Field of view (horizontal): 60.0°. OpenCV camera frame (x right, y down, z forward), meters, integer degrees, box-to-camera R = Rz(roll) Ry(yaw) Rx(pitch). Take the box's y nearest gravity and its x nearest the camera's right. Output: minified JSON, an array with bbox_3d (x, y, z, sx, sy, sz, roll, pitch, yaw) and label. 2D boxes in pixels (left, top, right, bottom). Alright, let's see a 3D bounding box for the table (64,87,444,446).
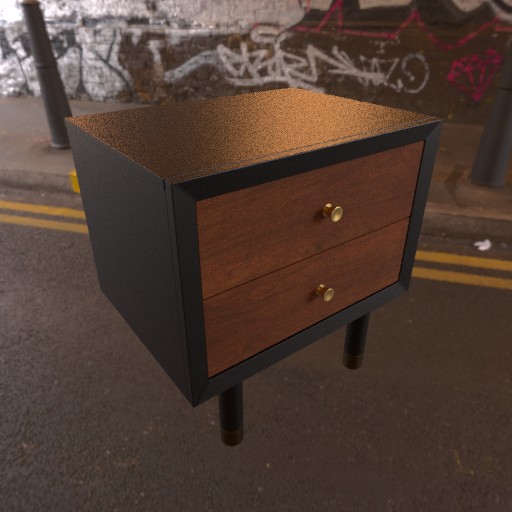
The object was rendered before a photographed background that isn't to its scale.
[{"bbox_3d":[0.000,0.000,0.964,0.564,0.584,0.441,-20,36,-31],"label":"table"}]
